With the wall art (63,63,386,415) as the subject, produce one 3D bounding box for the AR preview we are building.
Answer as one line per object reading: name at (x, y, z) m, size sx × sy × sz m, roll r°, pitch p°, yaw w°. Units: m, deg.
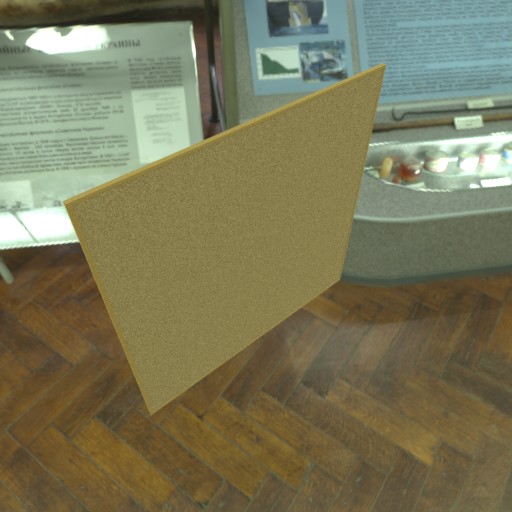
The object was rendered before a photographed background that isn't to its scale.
wall art at (0.000, 0.000, 1.413) m, size 0.962 × 0.959 × 0.013 m, roll -31°, pitch 54°, yaw -26°
